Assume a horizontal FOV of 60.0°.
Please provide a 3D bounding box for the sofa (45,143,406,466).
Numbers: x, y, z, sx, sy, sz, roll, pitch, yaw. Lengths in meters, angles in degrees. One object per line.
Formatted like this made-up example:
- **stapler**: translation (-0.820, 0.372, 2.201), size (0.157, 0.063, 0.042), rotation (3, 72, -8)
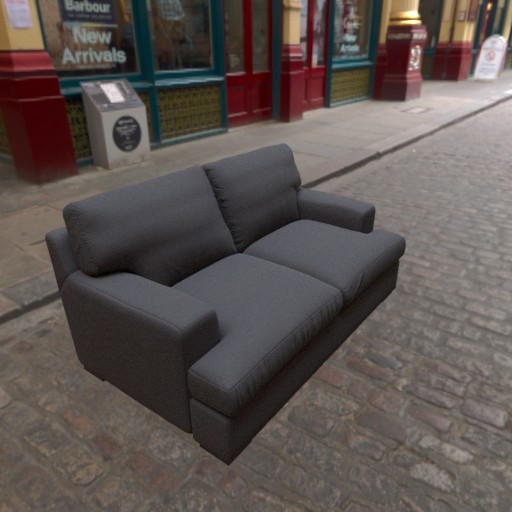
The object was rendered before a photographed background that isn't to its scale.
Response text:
- **sofa**: translation (0.000, 0.000, 2.536), size (1.143, 0.940, 1.880), rotation (18, 31, 33)
